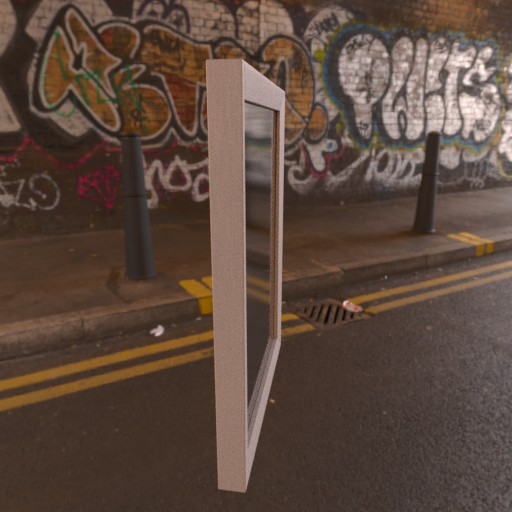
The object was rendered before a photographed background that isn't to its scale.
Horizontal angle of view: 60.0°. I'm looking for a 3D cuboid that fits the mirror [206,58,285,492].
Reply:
[{"bbox_3d":[0.000,0.000,0.686,0.041,0.508,0.405,3,16,9],"label":"mirror"}]
